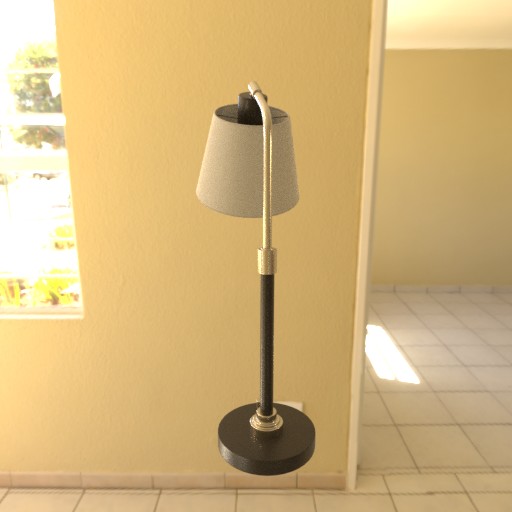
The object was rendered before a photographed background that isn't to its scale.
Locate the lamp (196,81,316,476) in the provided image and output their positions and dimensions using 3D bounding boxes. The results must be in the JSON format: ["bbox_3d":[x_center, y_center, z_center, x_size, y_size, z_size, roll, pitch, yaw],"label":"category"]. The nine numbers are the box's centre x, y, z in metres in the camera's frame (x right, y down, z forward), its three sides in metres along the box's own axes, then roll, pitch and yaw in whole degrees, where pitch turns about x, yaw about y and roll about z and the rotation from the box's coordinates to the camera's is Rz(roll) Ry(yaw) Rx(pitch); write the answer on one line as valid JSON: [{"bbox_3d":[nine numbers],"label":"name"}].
[{"bbox_3d":[0.000,0.000,0.714,0.181,0.539,0.348,-2,13,-9],"label":"lamp"}]
